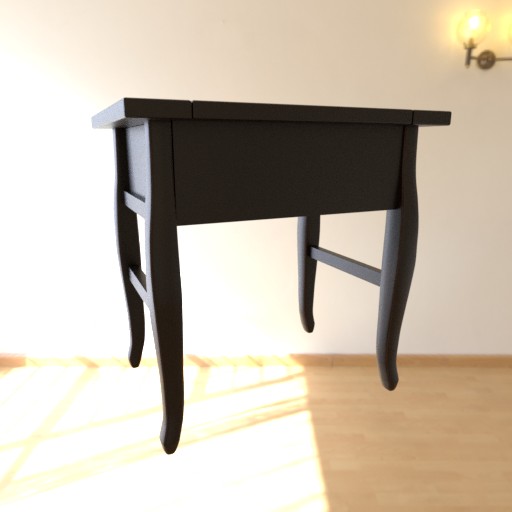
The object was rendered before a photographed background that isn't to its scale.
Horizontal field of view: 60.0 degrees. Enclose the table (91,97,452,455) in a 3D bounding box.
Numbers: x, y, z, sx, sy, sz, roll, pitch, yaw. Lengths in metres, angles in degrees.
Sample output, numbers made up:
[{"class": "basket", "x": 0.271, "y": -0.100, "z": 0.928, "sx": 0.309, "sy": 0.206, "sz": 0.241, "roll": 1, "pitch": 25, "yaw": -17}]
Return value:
[{"class": "table", "x": 0.000, "y": 0.000, "z": 0.987, "sx": 0.602, "sy": 0.604, "sz": 0.460, "roll": -6, "pitch": 15, "yaw": -24}]
